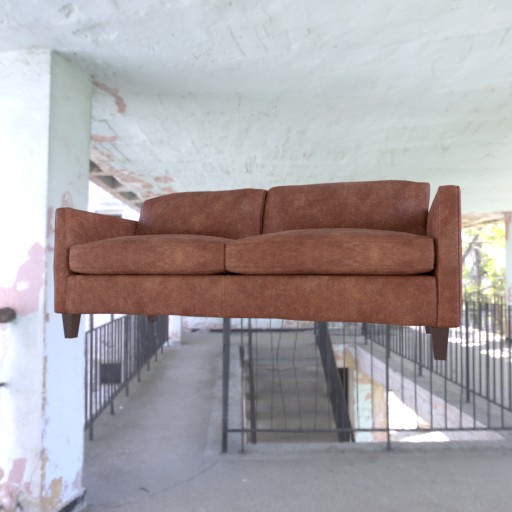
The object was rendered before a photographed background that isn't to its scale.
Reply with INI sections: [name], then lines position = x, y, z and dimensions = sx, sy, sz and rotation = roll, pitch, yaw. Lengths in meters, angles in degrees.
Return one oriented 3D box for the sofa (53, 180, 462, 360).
[sofa]
position = 0.000, 0.000, 2.403
dimensions = 1.971, 0.863, 0.923
rotation = -1, -2, 19
